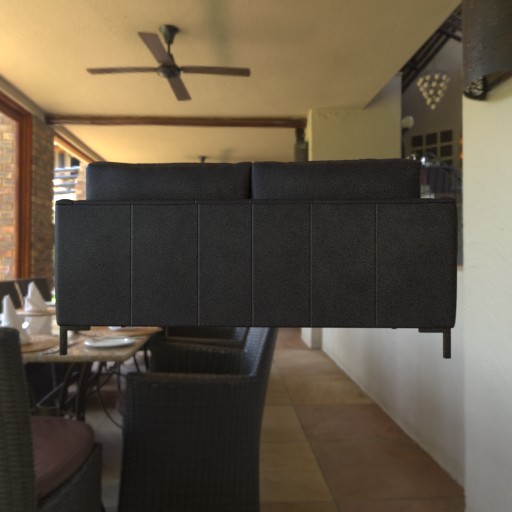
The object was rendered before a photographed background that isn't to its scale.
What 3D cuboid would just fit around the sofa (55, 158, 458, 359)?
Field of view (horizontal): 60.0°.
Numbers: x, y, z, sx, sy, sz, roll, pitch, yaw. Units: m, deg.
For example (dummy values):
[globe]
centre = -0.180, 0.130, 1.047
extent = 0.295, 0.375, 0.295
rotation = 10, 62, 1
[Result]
[sofa]
centre = 0.000, 0.000, 2.352
extent = 1.805, 0.883, 0.947
rotation = 0, -1, 0
